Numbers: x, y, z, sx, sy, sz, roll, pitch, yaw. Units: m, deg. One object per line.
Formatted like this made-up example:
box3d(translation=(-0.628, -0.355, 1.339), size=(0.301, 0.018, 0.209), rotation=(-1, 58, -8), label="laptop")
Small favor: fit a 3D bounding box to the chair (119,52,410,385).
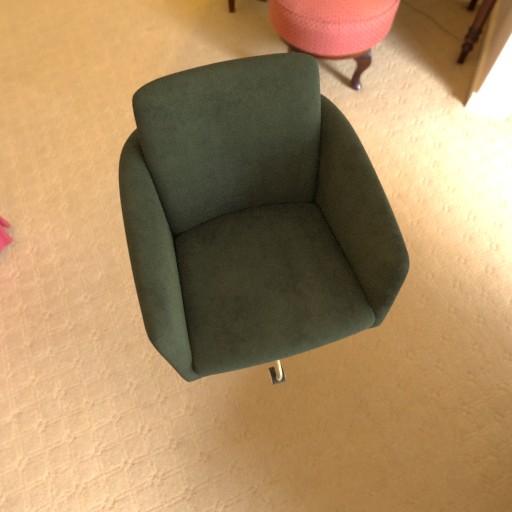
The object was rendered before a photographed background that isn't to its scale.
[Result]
box3d(translation=(0.000, 0.000, 1.304), size=(0.641, 0.908, 0.635), rotation=(-15, 63, -7), label="chair")
